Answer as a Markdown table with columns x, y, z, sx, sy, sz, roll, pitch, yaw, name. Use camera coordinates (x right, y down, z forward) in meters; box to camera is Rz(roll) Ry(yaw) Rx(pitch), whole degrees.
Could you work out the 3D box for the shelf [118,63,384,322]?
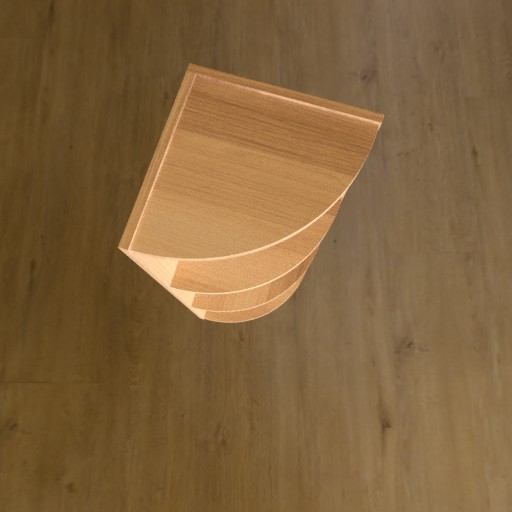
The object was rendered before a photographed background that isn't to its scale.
| x | y | z | sx | sy | sz | roll | pitch | yaw | name |
| --- | --- | --- | --- | --- | --- | --- | --- | --- | --- |
| 0.000 | 0.000 | 1.024 | 0.290 | 0.872 | 0.290 | 16 | 77 | 4 | shelf |
